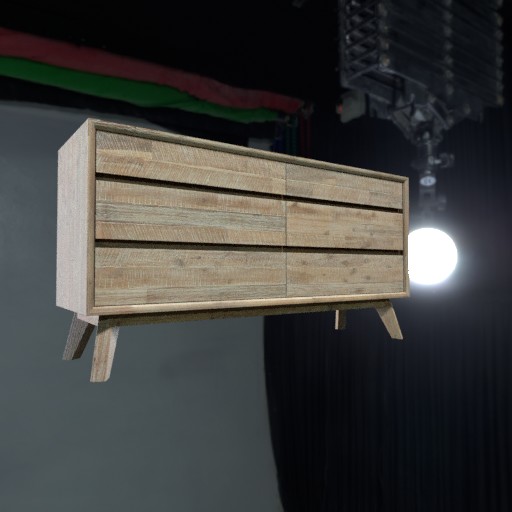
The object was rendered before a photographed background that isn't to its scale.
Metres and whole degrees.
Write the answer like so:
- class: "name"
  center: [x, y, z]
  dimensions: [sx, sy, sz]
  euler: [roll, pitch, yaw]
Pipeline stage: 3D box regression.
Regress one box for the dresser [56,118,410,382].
- class: "dresser"
  center: [0.000, 0.000, 1.965]
  dimensions: [1.554, 0.805, 0.455]
  euler: [1, -2, -35]
